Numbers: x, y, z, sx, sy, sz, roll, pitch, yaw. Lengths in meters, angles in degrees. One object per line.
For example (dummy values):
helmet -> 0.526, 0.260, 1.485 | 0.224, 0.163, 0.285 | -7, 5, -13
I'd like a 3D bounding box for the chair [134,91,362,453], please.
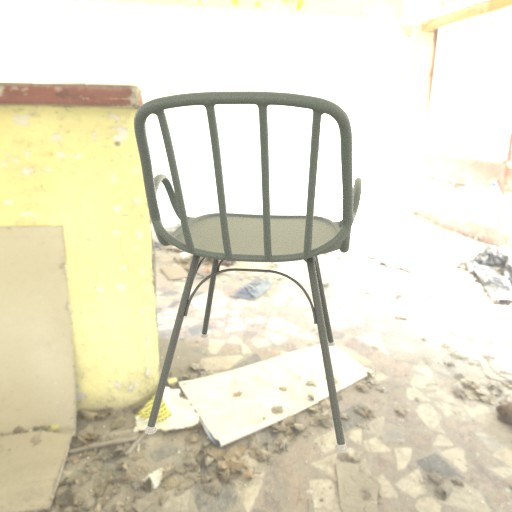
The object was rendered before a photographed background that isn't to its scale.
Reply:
chair -> 0.000, 0.000, 1.209 | 0.549, 0.816, 0.597 | 2, 18, 7
